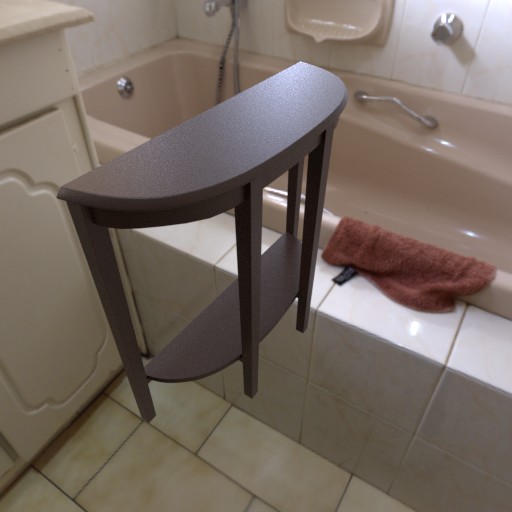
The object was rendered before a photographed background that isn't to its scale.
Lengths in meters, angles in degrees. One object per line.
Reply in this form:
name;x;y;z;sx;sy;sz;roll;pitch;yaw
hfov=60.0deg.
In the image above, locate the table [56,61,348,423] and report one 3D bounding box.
table;0.000;0.000;1.308;0.274;0.831;0.909;24;46;26
